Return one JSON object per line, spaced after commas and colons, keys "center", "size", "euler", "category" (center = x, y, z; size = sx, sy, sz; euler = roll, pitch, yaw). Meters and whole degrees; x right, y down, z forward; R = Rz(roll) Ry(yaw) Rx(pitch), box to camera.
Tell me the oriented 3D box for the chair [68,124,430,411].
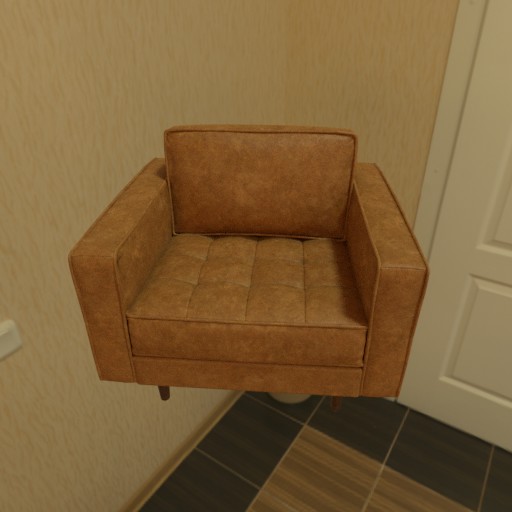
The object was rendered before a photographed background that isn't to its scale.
{"center": [0.000, 0.000, 1.497], "size": [0.928, 0.767, 0.798], "euler": [2, 30, 4], "category": "chair"}
